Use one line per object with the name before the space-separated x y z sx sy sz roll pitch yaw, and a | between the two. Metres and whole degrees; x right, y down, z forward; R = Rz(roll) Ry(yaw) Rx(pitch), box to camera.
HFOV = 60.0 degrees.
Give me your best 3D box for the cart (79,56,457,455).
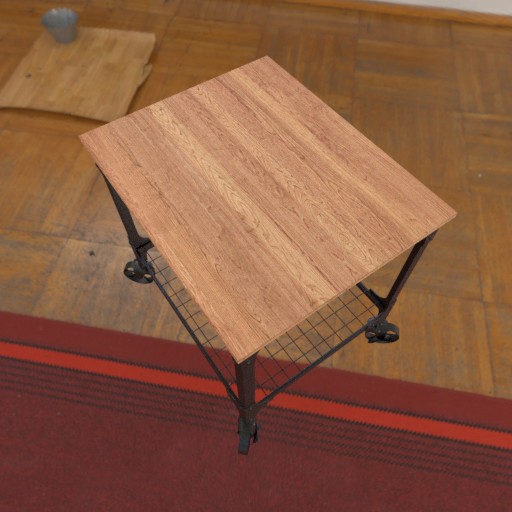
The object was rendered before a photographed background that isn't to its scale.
cart | 0.000 0.000 1.113 0.558 0.603 0.666 -31 62 -18
